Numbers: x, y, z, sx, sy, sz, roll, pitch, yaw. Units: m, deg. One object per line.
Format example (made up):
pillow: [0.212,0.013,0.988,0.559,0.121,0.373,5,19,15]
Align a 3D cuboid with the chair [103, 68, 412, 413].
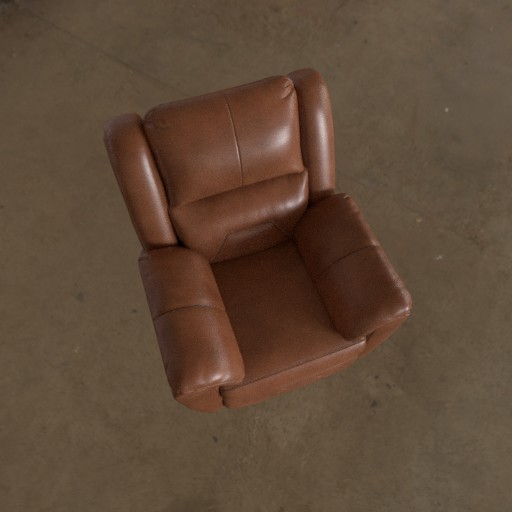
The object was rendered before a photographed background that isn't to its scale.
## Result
chair: [0.000,0.000,1.916,0.990,1.093,1.041,-18,64,-9]
